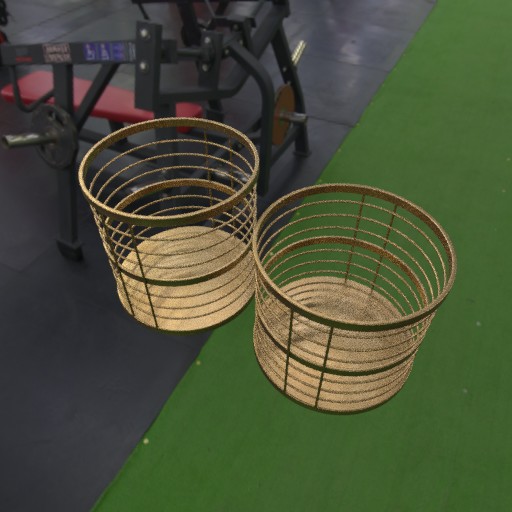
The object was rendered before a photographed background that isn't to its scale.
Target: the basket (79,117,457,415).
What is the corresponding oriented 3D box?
[{"bbox_3d":[0.000,0.000,0.945,0.746,0.351,0.356,21,49,20],"label":"basket"}]
